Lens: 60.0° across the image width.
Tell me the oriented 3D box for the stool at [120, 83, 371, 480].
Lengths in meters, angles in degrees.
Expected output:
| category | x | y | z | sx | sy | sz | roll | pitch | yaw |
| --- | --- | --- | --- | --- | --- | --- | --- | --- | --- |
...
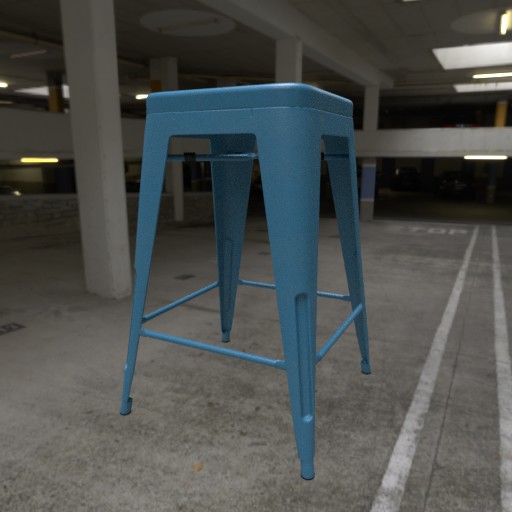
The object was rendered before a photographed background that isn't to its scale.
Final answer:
| category | x | y | z | sx | sy | sz | roll | pitch | yaw |
| --- | --- | --- | --- | --- | --- | --- | --- | --- | --- |
| stool | 0.000 | 0.000 | 0.898 | 0.410 | 0.608 | 0.410 | 7 | 15 | 27 |
